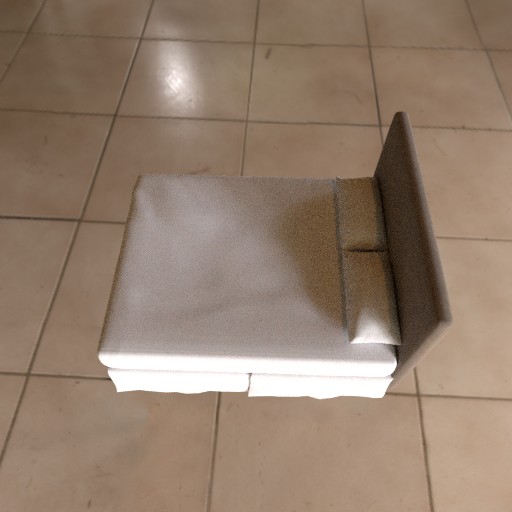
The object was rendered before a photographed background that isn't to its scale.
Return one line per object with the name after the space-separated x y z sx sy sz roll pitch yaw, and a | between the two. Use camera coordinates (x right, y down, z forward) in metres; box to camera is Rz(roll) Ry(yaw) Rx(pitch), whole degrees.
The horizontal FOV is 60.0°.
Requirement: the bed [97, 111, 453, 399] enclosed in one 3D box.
0.000 0.000 3.268 2.142 1.330 1.723 2 58 1 | bed
